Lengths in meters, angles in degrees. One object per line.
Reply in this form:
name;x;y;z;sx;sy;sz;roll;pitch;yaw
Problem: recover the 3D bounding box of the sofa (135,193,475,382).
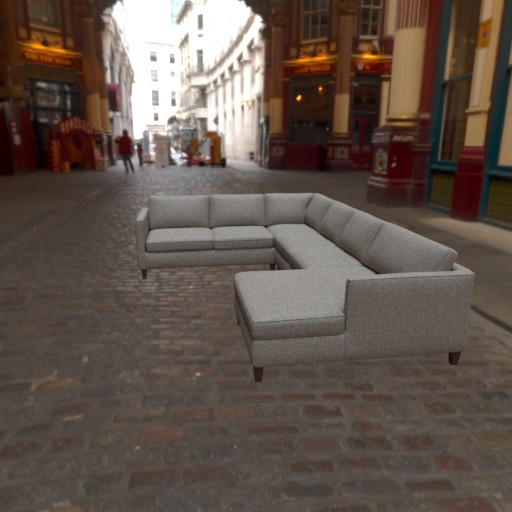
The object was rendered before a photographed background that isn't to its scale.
sofa;0.000;0.000;4.490;2.551;0.889;3.403;-2;15;-9
